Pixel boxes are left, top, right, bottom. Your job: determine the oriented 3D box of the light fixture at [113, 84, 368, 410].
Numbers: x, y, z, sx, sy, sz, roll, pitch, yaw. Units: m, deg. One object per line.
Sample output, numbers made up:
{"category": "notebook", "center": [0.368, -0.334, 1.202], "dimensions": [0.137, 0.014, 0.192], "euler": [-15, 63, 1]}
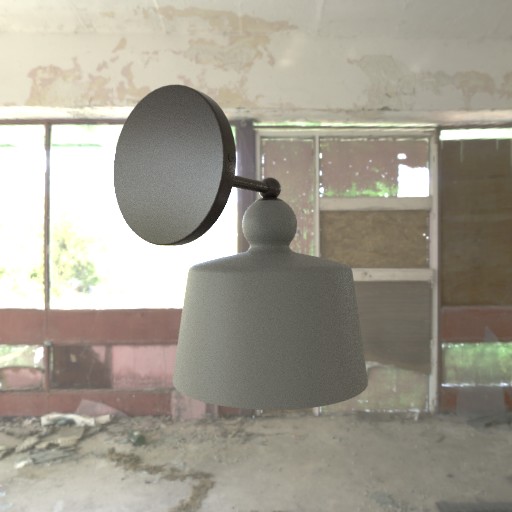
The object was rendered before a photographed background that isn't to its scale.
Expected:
{"category": "light fixture", "center": [0.000, 0.000, 0.452], "dimensions": [0.204, 0.268, 0.254], "euler": [0, 0, 35]}
